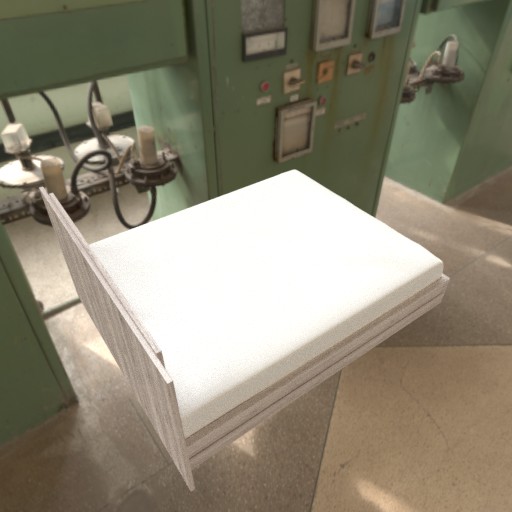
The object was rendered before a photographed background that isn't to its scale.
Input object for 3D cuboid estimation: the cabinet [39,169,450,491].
[{"bbox_3d":[0.000,0.000,2.987,2.080,0.970,1.750,-25,46,-27],"label":"cabinet"}]
